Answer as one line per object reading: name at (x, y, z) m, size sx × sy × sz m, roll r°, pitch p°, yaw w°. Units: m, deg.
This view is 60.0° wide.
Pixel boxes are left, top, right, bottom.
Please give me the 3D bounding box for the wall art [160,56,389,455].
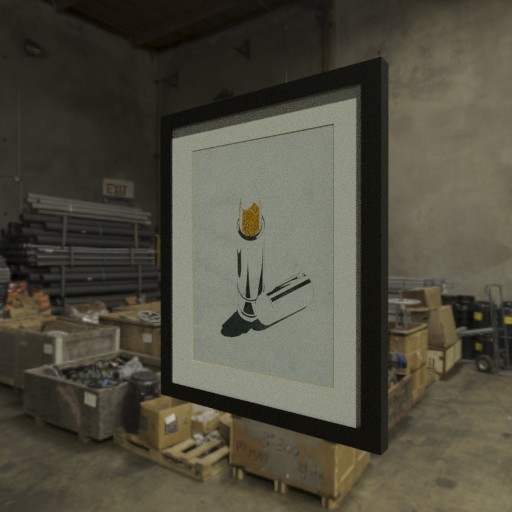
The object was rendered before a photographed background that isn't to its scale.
wall art at (0.000, 0.000, 0.768) m, size 0.457 × 0.559 × 0.029 m, roll 0°, pitch 0°, yaw 37°
